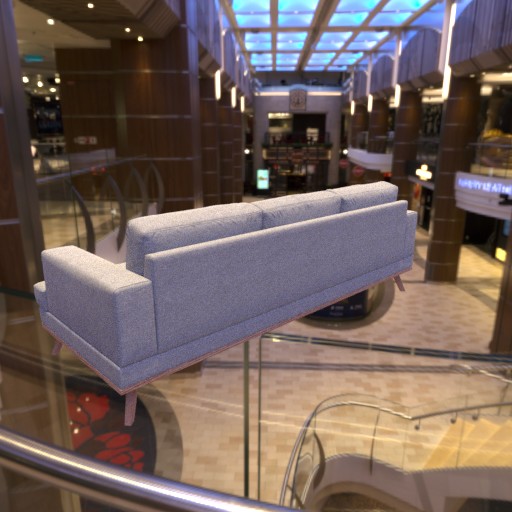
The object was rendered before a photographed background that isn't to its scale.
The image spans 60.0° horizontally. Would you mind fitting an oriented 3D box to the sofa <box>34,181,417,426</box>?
[{"bbox_3d":[0.000,0.000,2.714,2.310,0.810,0.920,-15,22,-42],"label":"sofa"}]
